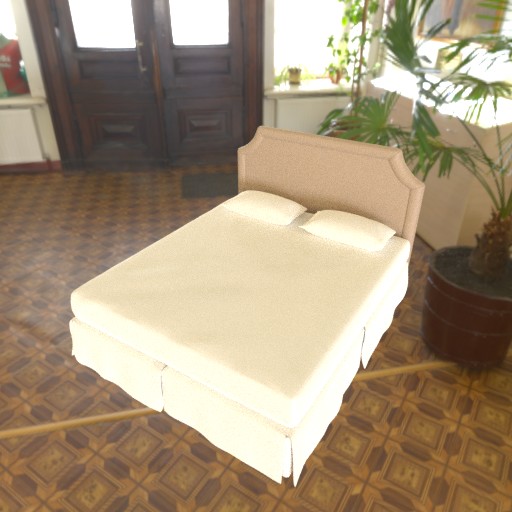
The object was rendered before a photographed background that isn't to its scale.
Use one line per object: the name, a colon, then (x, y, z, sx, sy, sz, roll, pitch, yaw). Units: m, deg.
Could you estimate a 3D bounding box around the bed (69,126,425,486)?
bed: (0.000, 0.000, 4.119, 2.350, 1.590, 2.773, 18, 35, 28)
